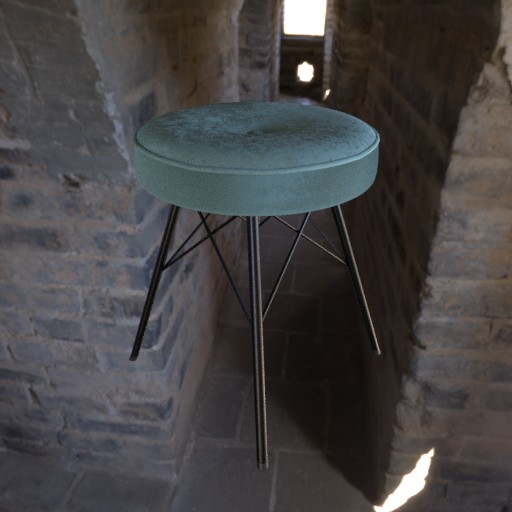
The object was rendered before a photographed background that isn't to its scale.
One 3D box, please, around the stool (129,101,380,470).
[{"bbox_3d":[0.000,0.000,0.866,0.457,0.519,0.458,-22,36,-33],"label":"stool"}]
